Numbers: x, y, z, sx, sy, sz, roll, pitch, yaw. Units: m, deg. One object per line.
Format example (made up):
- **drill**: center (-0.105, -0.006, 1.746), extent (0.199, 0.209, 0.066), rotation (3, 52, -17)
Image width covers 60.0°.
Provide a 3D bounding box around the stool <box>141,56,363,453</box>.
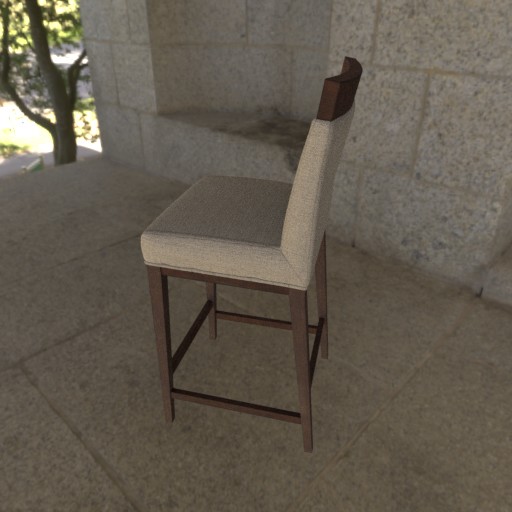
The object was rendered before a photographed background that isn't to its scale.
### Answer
- **stool**: center (0.000, 0.000, 1.393), extent (0.531, 1.117, 0.511), rotation (7, 30, 13)
